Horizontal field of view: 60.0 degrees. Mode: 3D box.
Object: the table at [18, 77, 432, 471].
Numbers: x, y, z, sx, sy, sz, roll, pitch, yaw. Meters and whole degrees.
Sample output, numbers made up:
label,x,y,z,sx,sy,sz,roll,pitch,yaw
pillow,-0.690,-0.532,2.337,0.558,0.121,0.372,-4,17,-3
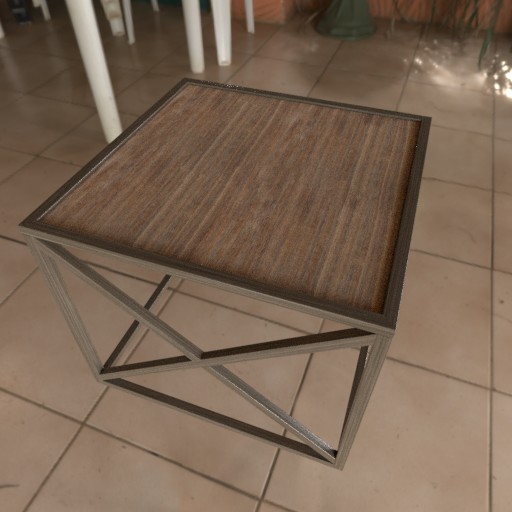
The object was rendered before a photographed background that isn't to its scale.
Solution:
label,x,y,z,sx,sy,sz,roll,pitch,yaw
table,0.000,0.000,1.033,0.611,0.507,0.609,14,47,14
